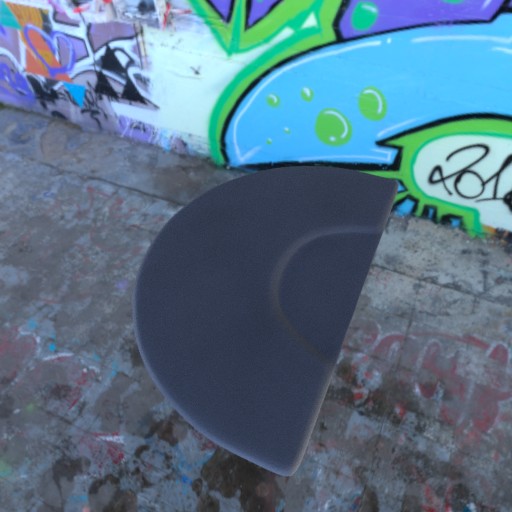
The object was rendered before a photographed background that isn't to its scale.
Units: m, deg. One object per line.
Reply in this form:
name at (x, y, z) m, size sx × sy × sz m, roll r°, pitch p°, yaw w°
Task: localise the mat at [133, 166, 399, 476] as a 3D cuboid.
mat at (0.000, 0.000, 1.872) m, size 0.917 × 0.016 × 1.525 m, roll 18°, pitch 50°, yaw 16°
